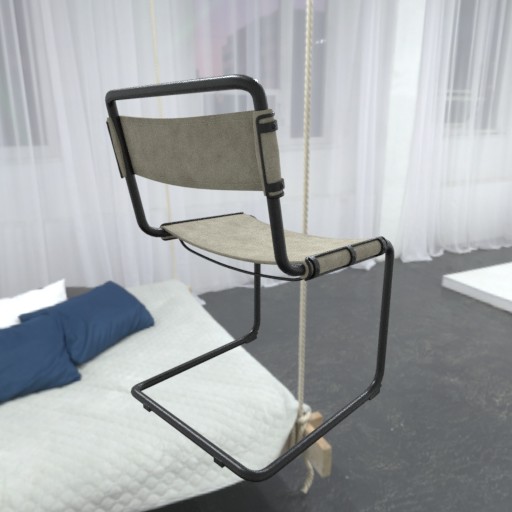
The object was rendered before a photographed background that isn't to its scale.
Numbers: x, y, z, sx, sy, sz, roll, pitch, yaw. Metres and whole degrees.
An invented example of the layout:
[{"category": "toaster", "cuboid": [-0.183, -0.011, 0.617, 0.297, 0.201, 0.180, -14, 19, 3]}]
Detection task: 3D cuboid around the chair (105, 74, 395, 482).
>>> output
[{"category": "chair", "cuboid": [0.000, 0.000, 1.067, 0.499, 0.747, 0.497, 15, 21, 42]}]
